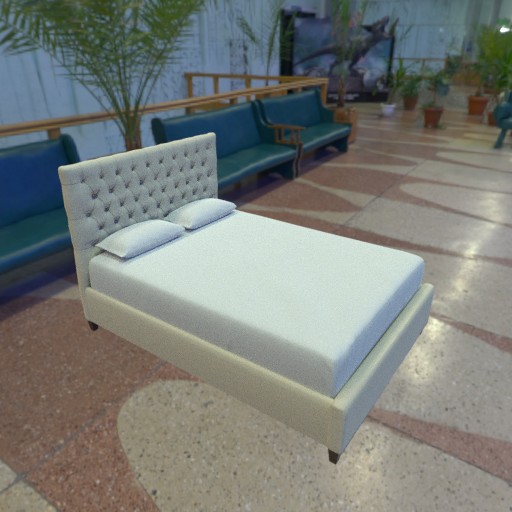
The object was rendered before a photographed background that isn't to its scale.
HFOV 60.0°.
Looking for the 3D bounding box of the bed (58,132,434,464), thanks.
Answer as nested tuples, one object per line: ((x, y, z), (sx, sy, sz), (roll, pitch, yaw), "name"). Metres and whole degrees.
((0.000, 0.000, 3.490), (2.387, 1.427, 1.698), (17, 31, 32), "bed")
